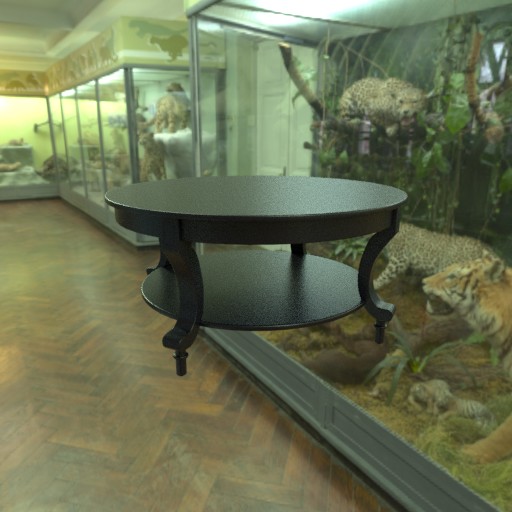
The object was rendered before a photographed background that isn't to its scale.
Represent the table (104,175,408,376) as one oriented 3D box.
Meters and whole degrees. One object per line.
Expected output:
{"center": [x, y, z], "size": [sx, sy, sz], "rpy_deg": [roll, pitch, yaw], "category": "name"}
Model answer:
{"center": [0.000, 0.000, 1.638], "size": [1.029, 0.491, 1.029], "rpy_deg": [0, 16, 0], "category": "table"}
